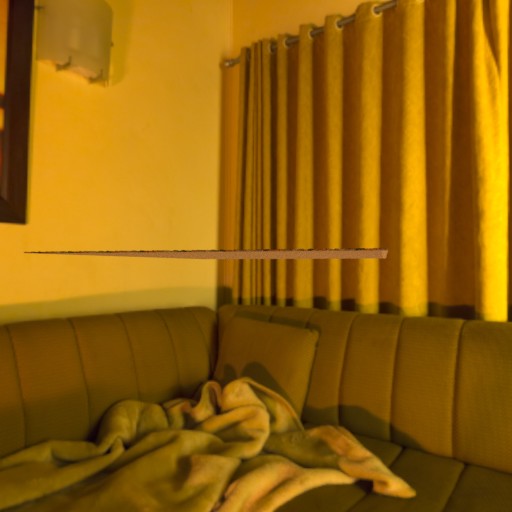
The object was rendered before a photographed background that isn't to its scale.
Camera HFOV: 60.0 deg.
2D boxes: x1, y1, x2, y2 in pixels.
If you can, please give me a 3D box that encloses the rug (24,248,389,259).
[{"bbox_3d":[0.000,0.000,3.478,1.971,0.010,2.651,0,-1,16],"label":"rug"}]
